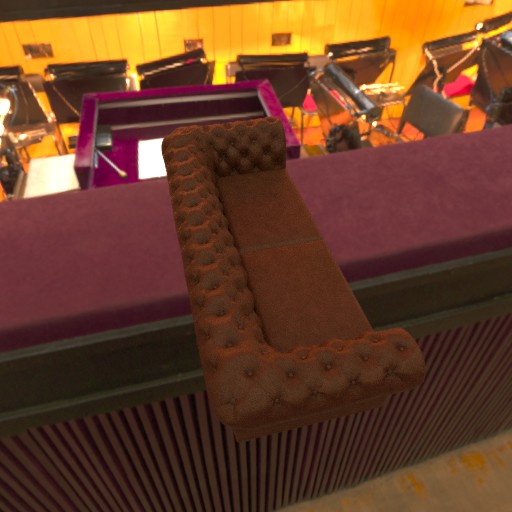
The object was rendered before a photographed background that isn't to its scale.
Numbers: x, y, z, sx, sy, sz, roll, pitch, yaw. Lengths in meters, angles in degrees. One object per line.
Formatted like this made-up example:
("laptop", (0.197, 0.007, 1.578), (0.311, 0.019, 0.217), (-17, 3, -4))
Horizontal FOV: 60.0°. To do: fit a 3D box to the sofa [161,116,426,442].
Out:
("sofa", (0.000, 0.000, 2.840), (0.944, 0.783, 2.385), (-10, 45, -10))
